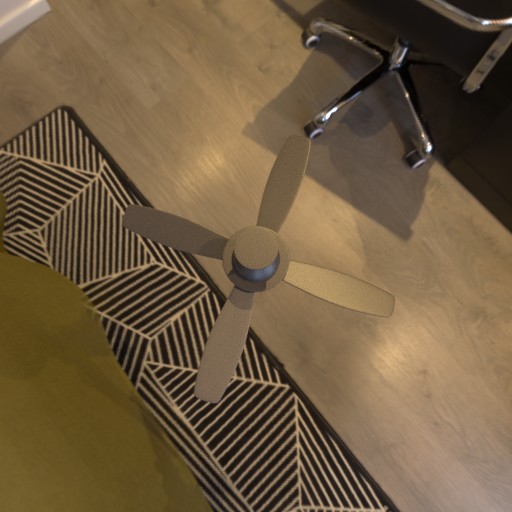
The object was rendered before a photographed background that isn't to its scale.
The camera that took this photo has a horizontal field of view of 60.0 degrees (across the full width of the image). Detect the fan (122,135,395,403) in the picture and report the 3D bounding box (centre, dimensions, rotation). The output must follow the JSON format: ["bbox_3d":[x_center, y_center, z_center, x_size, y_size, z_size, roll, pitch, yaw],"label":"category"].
[{"bbox_3d":[0.000,0.000,2.526,1.694,0.382,1.694,19,78,4],"label":"fan"}]
